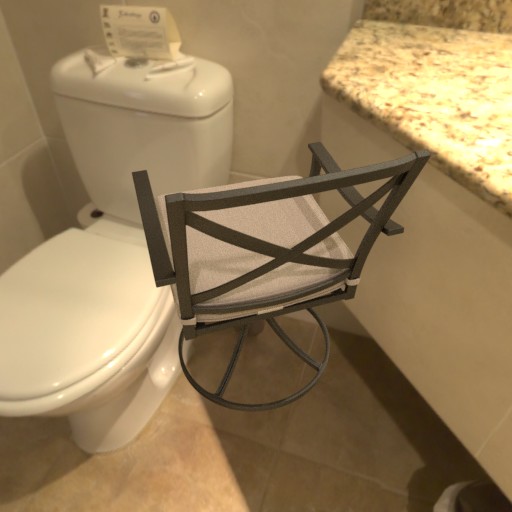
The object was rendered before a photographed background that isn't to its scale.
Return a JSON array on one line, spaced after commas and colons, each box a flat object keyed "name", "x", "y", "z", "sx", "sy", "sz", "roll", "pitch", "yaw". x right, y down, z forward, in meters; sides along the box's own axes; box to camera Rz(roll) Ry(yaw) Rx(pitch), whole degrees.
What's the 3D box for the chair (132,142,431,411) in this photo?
[{"name": "chair", "x": 0.000, "y": 0.000, "z": 1.260, "sx": 0.575, "sy": 0.889, "sz": 0.620, "roll": -12, "pitch": 44, "yaw": -13}]
